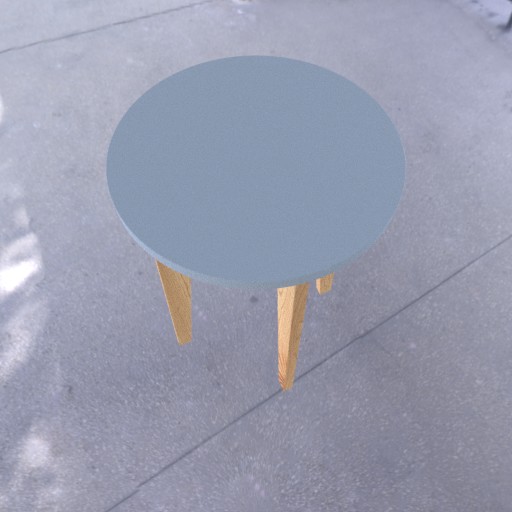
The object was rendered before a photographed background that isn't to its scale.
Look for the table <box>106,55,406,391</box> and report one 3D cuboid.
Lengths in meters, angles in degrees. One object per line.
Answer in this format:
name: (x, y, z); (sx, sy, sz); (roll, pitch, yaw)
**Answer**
table: (0.000, 0.000, 0.740); (0.350, 0.500, 0.350); (0, 60, 0)
